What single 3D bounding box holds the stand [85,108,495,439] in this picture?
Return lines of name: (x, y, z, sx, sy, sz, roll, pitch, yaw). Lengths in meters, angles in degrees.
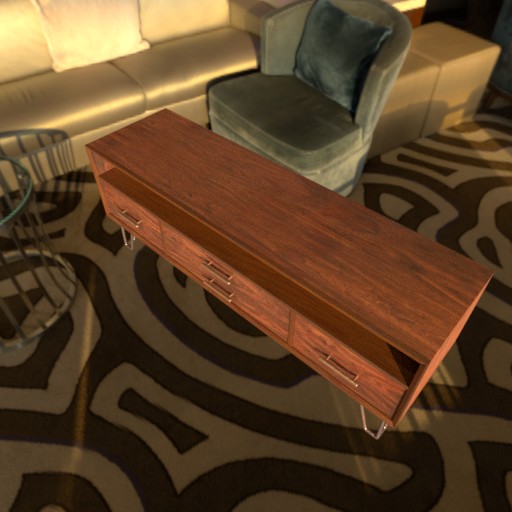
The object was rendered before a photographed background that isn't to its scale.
stand: (0.000, 0.000, 1.891, 1.626, 0.610, 0.481, 33, 54, 28)
